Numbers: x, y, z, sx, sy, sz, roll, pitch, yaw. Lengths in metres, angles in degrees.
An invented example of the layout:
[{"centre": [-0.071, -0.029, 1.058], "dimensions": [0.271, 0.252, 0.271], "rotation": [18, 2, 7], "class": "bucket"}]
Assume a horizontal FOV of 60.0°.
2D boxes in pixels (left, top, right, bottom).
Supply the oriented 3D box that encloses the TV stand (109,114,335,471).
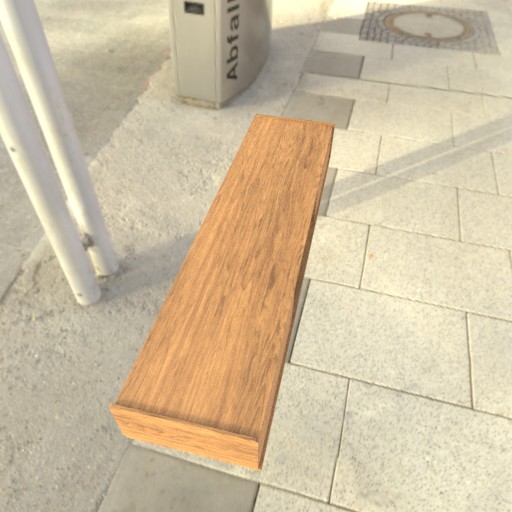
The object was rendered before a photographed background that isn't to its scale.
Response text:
[{"centre": [0.000, 0.000, 2.028], "dimensions": [0.467, 0.415, 1.796], "rotation": [10, 47, 9], "class": "TV stand"}]
